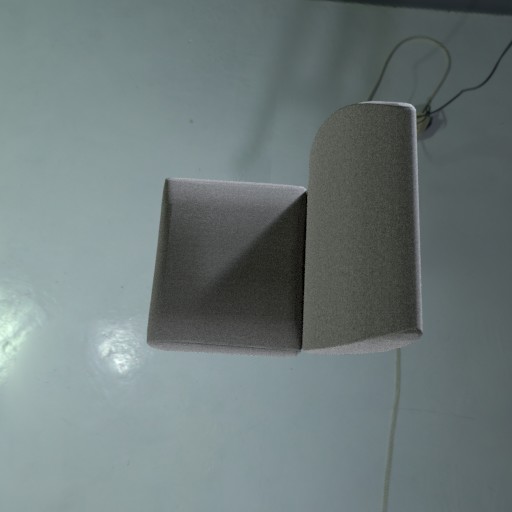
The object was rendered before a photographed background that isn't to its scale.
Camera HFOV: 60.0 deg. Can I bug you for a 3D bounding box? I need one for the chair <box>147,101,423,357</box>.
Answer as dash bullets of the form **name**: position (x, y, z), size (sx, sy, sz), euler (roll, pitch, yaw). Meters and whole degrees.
- **chair**: position (0.000, 0.000, 1.175), size (0.592, 0.804, 0.513), euler (2, 76, 0)
